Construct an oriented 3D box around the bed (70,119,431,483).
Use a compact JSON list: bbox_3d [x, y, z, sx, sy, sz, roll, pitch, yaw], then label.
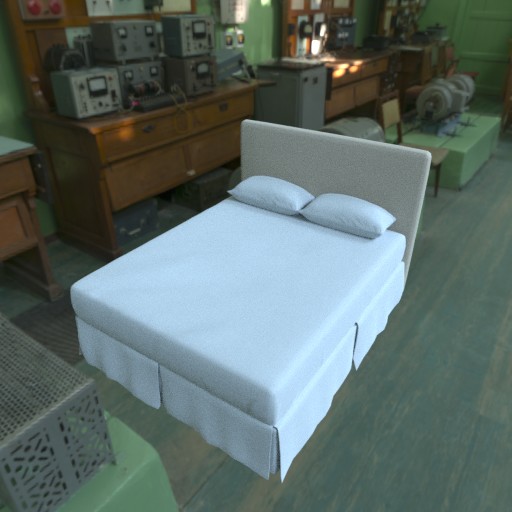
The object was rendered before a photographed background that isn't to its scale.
[{"bbox_3d":[0.000,0.000,3.228,1.748,1.330,2.142,19,36,29],"label":"bed"}]
